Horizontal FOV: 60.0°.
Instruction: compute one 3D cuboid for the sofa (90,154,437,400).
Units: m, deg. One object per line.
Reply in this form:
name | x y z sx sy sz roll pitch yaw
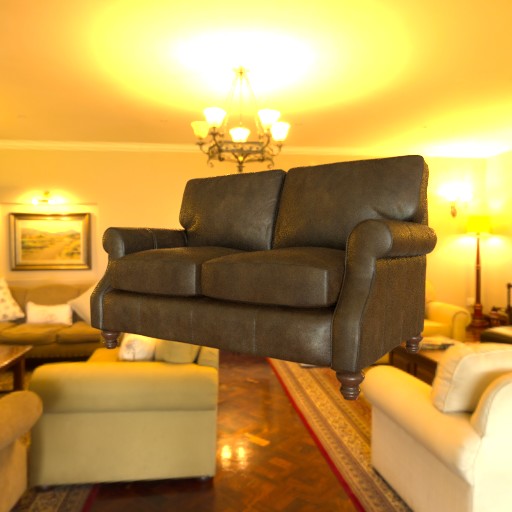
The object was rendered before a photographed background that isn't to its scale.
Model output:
sofa | 0.000 0.000 2.258 1.616 0.976 0.990 1 2 34
